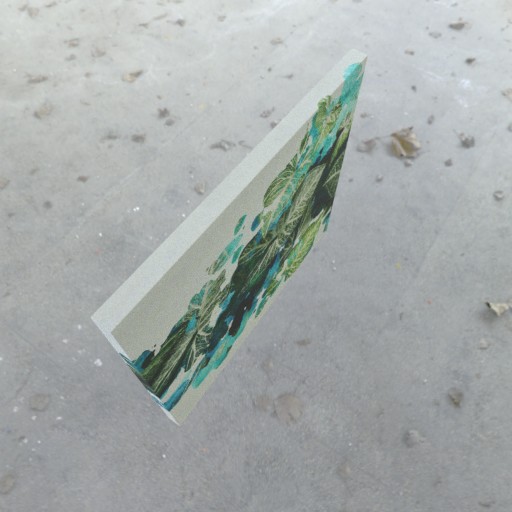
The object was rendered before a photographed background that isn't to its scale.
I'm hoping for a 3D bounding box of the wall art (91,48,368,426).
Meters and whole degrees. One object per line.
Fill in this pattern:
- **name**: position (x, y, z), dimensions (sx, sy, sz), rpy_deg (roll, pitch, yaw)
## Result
- **wall art**: position (0.000, 0.000, 0.987), dimensions (0.043, 0.610, 0.711), rpy_deg (31, 63, 18)
